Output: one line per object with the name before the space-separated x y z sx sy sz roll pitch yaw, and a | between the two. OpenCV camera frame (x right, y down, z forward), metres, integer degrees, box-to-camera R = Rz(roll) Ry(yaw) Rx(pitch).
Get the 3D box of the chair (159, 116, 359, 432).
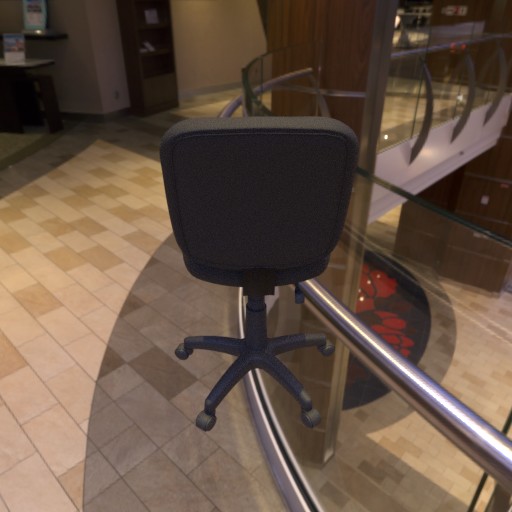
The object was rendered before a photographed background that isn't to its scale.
chair | 0.000 0.000 1.382 0.610 0.972 0.610 -1 30 -2
